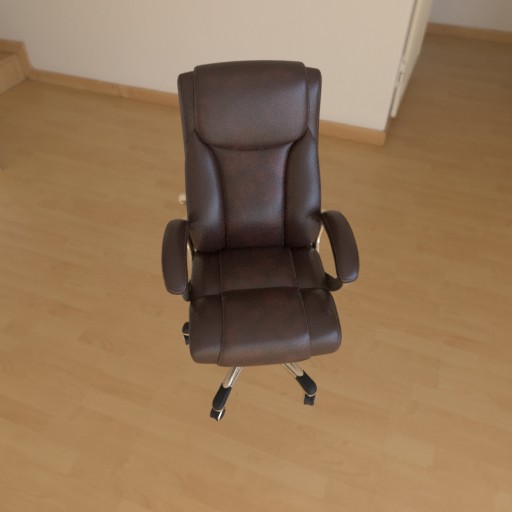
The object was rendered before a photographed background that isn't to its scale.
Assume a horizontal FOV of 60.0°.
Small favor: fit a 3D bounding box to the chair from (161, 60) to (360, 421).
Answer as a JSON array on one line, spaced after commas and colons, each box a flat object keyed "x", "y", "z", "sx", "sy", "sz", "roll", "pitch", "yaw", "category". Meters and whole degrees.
[{"x": 0.000, "y": 0.000, "z": 1.678, "sx": 0.692, "sy": 1.194, "sz": 0.749, "roll": -4, "pitch": 46, "yaw": -4, "category": "chair"}]
